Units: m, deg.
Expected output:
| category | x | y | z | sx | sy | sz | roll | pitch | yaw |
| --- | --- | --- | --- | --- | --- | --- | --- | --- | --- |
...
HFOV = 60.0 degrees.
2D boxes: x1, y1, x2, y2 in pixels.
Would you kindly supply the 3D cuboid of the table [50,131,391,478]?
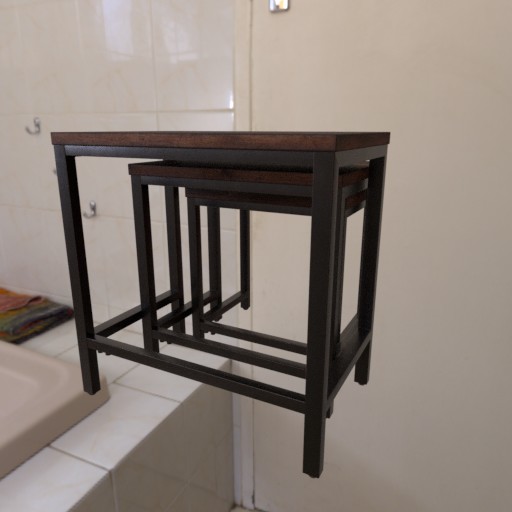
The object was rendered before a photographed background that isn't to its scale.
| category | x | y | z | sx | sy | sz | roll | pitch | yaw |
| --- | --- | --- | --- | --- | --- | --- | --- | --- | --- |
| table | 0.000 | 0.000 | 1.138 | 0.608 | 0.616 | 0.660 | 8 | 18 | 26 |
